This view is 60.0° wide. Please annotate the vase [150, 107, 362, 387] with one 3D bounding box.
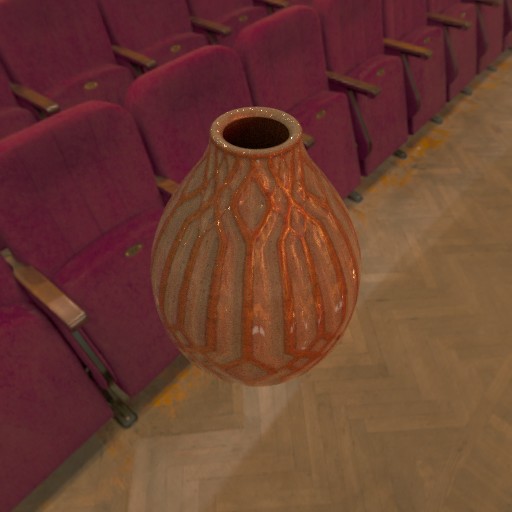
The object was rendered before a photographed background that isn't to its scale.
[{"bbox_3d":[0.000,0.000,0.273,0.131,0.175,0.131,0,46,0],"label":"vase"}]
